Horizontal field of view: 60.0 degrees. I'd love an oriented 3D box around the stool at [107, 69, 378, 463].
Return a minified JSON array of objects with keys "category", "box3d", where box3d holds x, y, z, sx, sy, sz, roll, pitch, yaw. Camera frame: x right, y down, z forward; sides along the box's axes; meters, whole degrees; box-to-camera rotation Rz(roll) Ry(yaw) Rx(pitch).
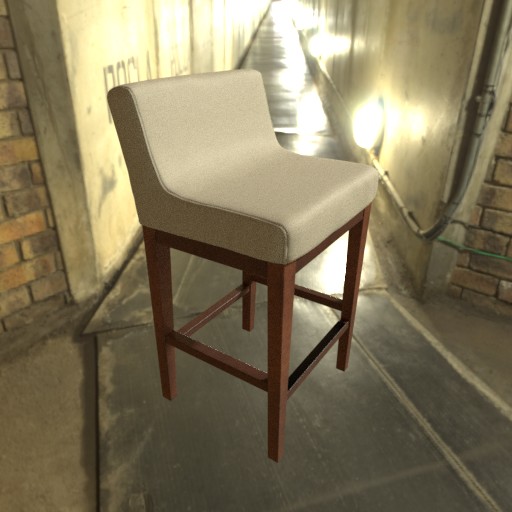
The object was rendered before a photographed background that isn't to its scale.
[{"category":"stool","box3d":[0.000,0.000,1.254,0.500,0.937,0.511,17,32,30]}]
